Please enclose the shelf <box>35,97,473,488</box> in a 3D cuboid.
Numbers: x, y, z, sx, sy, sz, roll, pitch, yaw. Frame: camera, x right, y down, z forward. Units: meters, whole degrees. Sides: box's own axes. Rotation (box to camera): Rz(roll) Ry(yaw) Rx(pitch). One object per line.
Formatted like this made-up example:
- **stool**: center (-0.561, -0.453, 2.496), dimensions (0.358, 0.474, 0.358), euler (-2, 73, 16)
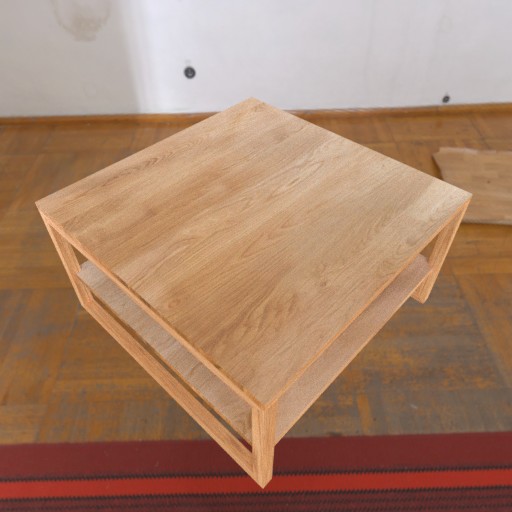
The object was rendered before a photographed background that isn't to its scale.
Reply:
- **shelf**: center (0.000, 0.000, 1.456), dimensions (0.899, 0.480, 0.899), euler (34, 55, 29)
